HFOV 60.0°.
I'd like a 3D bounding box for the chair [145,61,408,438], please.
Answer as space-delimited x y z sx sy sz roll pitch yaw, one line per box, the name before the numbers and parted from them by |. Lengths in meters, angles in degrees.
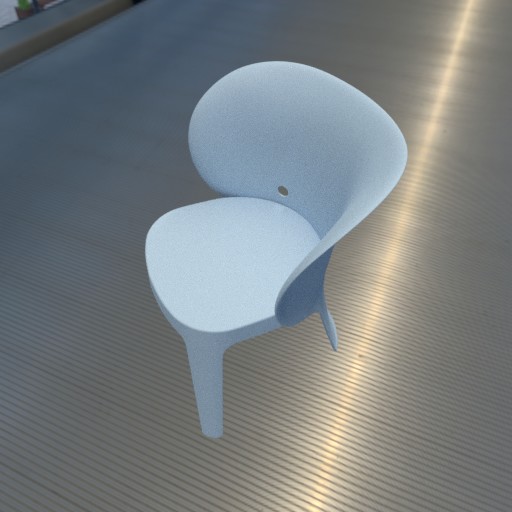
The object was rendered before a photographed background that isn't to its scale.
chair | 0.000 0.000 0.838 0.402 0.554 0.451 -16 48 -15
